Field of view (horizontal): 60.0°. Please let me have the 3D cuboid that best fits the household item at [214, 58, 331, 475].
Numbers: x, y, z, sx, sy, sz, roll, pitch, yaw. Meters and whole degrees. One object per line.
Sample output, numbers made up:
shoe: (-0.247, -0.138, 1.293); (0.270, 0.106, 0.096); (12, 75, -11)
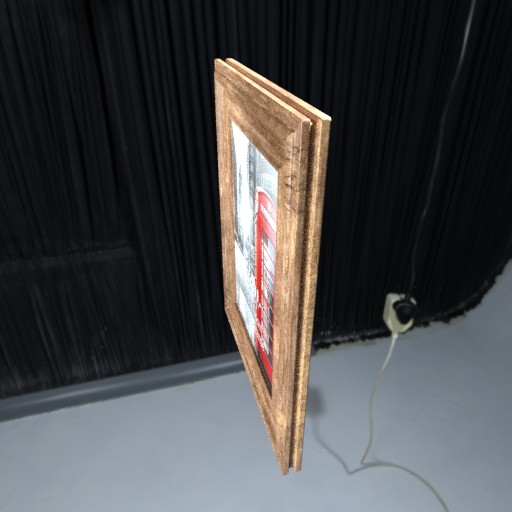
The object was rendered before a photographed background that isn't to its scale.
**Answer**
household item: (0.000, 0.000, 0.316); (0.018, 0.237, 0.186); (-8, 32, -13)
